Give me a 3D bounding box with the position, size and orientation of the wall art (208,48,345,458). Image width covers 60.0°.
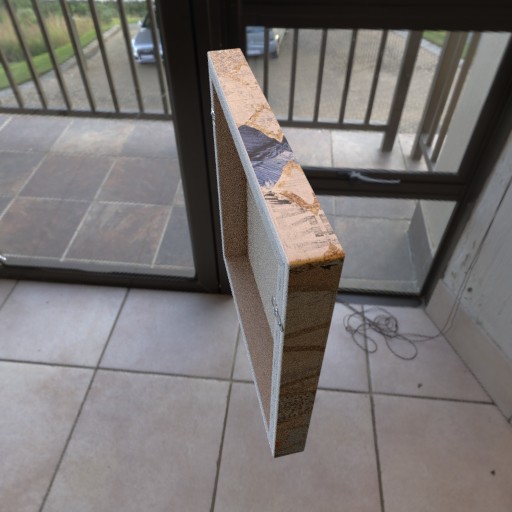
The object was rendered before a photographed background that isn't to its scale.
[{"bbox_3d":[0.000,0.000,0.461,0.036,0.304,0.303,-9,47,-9],"label":"wall art"}]
